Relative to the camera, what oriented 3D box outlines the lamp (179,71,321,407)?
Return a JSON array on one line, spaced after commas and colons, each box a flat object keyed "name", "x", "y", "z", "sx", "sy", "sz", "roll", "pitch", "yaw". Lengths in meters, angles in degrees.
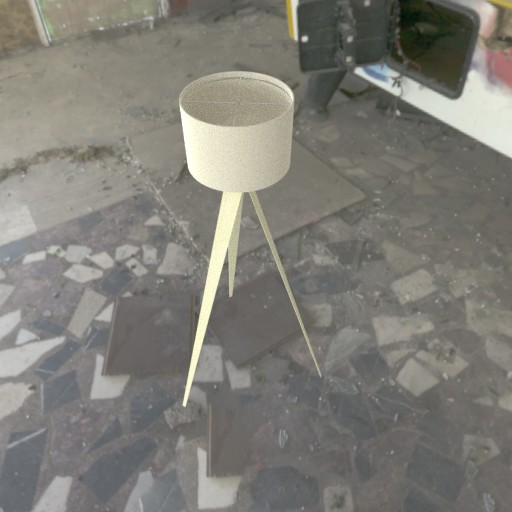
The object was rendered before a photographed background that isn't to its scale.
[{"name": "lamp", "x": 0.000, "y": 0.000, "z": 1.936, "sx": 0.716, "sy": 1.524, "sz": 0.724, "roll": 2, "pitch": 47, "yaw": 2}]
